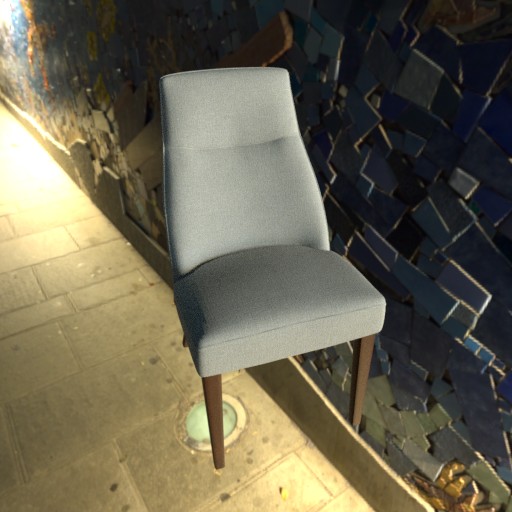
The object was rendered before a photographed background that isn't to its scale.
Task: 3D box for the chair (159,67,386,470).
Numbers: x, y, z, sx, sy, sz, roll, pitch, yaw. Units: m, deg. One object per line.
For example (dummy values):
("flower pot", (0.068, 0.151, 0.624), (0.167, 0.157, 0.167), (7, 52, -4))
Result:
("chair", (0.000, 0.000, 1.280), (0.500, 0.930, 0.620), (-11, 34, -16))
